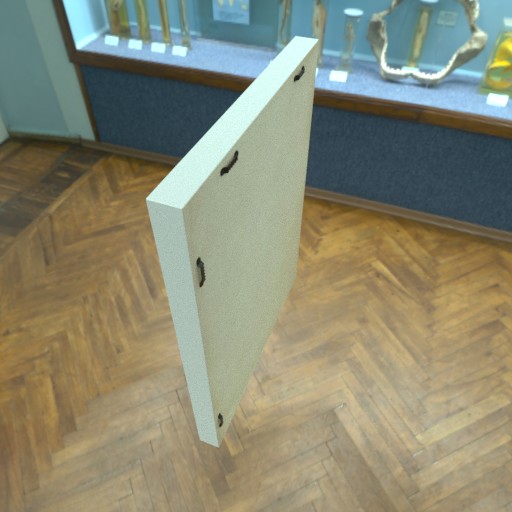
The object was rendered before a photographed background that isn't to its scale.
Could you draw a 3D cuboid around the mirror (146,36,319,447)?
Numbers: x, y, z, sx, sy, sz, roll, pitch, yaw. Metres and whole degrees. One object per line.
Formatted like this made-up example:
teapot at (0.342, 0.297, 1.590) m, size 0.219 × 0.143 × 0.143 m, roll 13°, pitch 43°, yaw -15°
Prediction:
mirror at (0.000, 0.000, 0.685) m, size 0.041 × 0.509 × 0.406 m, roll 16°, pitch 48°, yaw 15°
